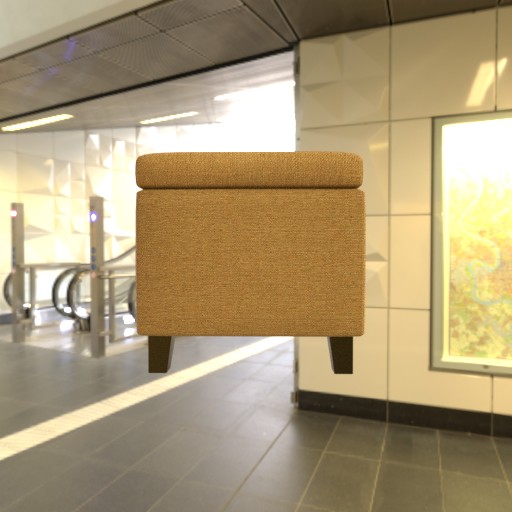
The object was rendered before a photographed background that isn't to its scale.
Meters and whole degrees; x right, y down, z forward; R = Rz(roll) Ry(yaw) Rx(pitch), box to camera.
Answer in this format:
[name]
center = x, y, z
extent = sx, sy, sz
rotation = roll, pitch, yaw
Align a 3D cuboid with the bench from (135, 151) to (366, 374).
[bench]
center = 0.000, 0.000, 1.463
extent = 0.446, 0.438, 1.269
rotation = 0, 1, 1
